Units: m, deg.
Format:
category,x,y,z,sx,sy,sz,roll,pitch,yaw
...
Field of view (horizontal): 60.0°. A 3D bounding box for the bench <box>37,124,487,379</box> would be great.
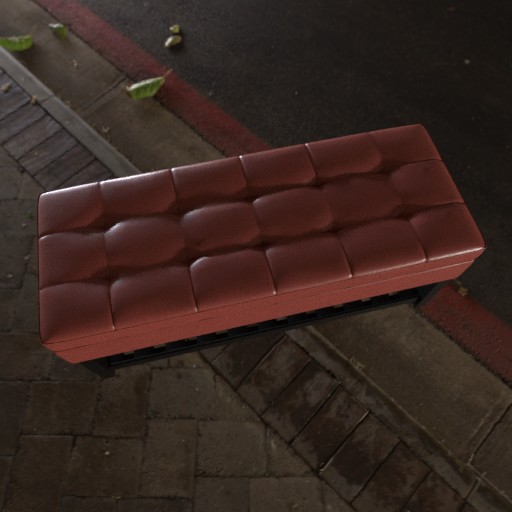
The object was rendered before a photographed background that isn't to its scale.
category,x,y,z,sx,sy,sz,roll,pitch,yaw
bench,0.000,0.000,1.327,1.105,0.460,0.432,-12,64,-6
